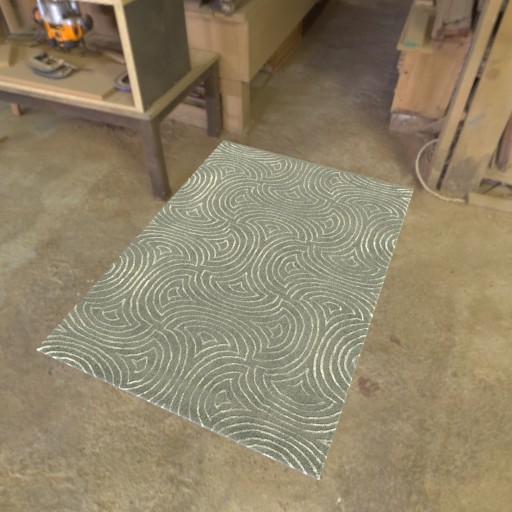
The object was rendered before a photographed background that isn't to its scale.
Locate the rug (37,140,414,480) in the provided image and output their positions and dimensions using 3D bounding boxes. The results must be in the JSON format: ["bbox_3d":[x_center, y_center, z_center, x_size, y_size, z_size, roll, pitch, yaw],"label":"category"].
[{"bbox_3d":[0.000,0.000,2.755,1.543,0.015,2.144,18,50,16],"label":"rug"}]
